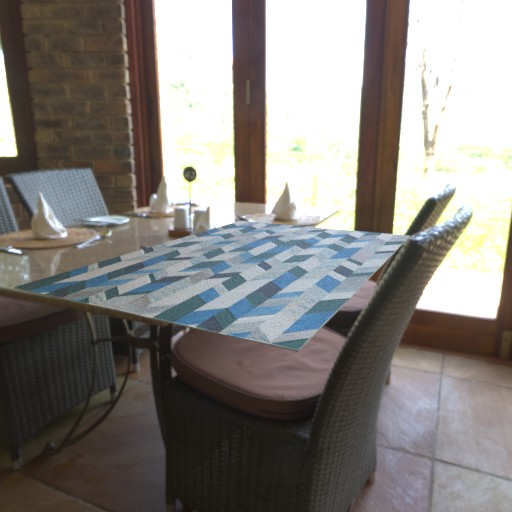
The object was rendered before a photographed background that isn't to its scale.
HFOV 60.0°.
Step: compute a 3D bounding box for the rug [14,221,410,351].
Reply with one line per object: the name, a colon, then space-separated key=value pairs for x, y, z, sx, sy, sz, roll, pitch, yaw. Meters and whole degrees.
rug: x=0.000 y=0.000 z=2.268 sx=1.229 sy=0.005 sz=1.827 roll=7 pitch=16 yaw=27
